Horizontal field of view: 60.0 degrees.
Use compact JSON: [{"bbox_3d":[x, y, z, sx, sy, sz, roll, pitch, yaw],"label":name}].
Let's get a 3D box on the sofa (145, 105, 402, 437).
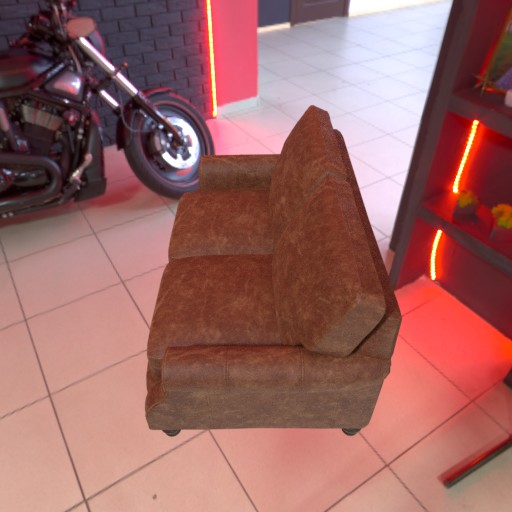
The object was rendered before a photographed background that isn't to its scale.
[{"bbox_3d":[0.000,0.000,2.216,0.990,0.967,1.616,0,41,0],"label":"sofa"}]
